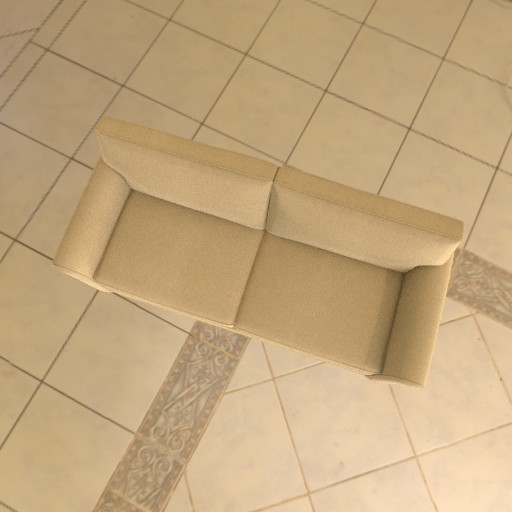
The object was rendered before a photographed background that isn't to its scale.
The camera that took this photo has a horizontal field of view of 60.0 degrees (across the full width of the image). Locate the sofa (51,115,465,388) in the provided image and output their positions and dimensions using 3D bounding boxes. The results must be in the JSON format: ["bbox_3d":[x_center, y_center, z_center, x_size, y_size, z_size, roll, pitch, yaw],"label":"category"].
[{"bbox_3d":[0.000,0.000,2.609,2.146,0.962,0.901,17,76,5],"label":"sofa"}]
